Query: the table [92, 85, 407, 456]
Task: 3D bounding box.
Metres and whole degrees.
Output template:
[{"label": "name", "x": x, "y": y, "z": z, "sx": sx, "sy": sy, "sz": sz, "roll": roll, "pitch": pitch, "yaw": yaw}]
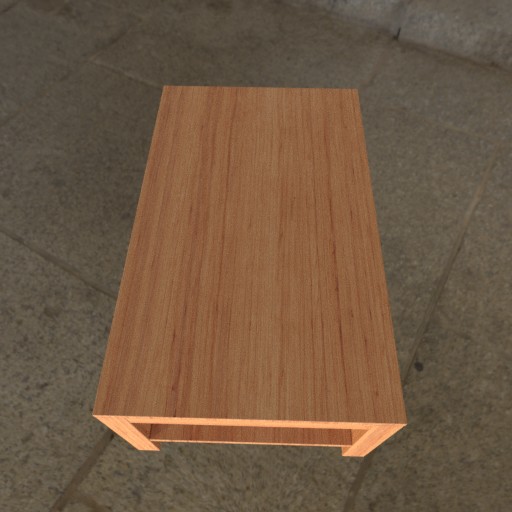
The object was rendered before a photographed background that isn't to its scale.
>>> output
[{"label": "table", "x": 0.000, "y": 0.000, "z": 1.476, "sx": 0.695, "sy": 0.457, "sz": 1.146, "roll": 1, "pitch": 58, "yaw": 1}]
